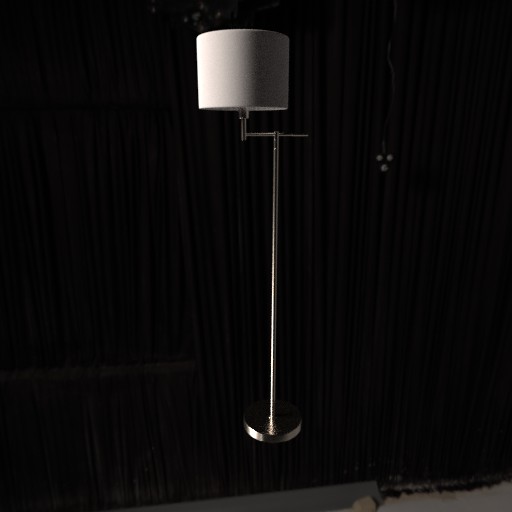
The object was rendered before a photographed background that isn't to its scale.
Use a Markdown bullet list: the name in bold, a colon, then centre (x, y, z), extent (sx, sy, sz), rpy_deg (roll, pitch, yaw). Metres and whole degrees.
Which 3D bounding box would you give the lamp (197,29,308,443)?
- **lamp**: centre (0.000, 0.000, 1.794), extent (0.416, 1.600, 0.324), rpy_deg (-2, 17, -8)
